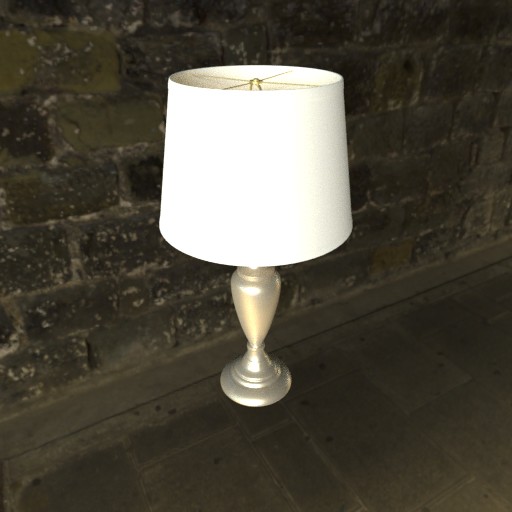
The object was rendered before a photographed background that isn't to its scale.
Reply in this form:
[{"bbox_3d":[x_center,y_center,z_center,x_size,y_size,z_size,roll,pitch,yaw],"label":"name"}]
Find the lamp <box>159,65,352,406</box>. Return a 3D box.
[{"bbox_3d":[0.000,0.000,0.806,0.328,0.612,0.328,0,30,0],"label":"lamp"}]
